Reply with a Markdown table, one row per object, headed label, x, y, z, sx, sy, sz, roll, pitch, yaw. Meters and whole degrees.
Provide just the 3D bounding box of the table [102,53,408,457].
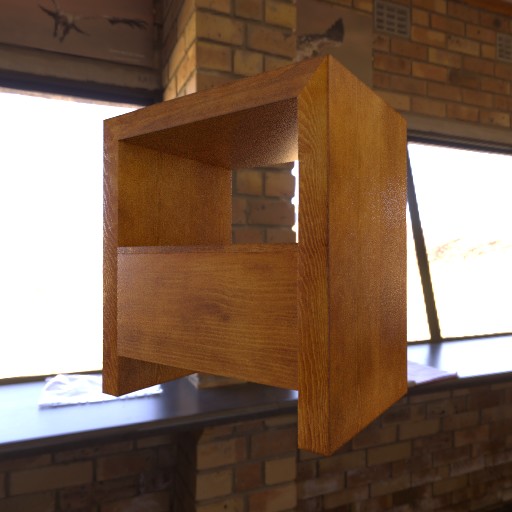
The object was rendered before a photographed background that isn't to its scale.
| label | x | y | z | sx | sy | sz | roll | pitch | yaw |
| --- | --- | --- | --- | --- | --- | --- | --- | --- | --- |
| table | 0.000 | 0.000 | 0.985 | 0.550 | 0.605 | 0.400 | 0 | -1 | 35 |
